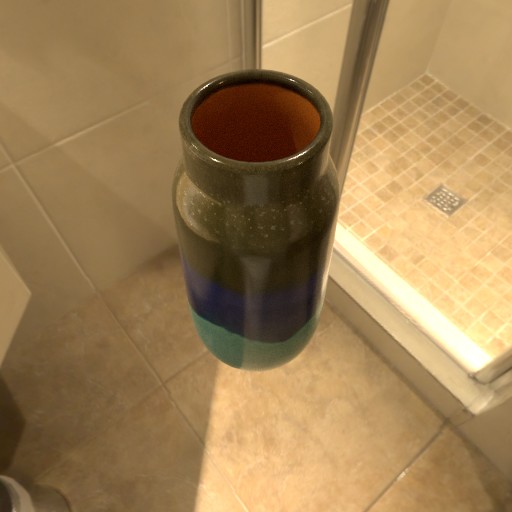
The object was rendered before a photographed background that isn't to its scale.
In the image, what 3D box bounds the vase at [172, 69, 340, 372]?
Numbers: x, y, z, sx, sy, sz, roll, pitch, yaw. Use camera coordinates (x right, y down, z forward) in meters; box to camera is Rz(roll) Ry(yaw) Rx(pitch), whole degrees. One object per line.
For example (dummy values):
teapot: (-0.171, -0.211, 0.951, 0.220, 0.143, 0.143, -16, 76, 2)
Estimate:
vase: (0.000, 0.000, 0.395, 0.139, 0.313, 0.139, 0, 57, 0)
